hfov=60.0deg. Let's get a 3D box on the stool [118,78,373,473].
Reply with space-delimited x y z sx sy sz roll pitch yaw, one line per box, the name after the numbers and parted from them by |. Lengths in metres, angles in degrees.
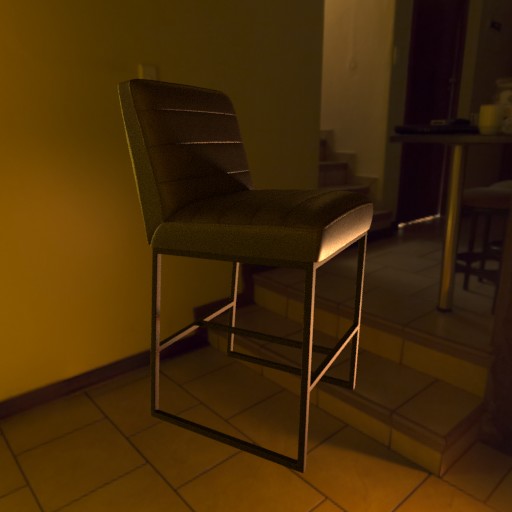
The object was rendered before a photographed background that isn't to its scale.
0.000 0.000 1.266 0.552 0.938 0.457 8 17 27 | stool
